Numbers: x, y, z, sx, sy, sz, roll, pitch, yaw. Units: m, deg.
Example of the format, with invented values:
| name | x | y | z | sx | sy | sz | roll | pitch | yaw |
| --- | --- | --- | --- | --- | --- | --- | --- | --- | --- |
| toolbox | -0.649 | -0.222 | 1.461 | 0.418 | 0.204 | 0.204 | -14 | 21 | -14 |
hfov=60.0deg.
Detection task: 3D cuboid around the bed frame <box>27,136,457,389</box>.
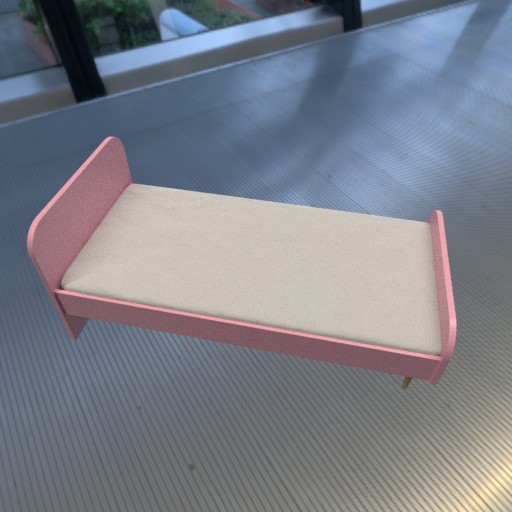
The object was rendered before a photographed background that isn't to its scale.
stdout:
| name | x | y | z | sx | sy | sz | roll | pitch | yaw |
| --- | --- | --- | --- | --- | --- | --- | --- | --- | --- |
| bed frame | 0.000 | 0.000 | 2.473 | 1.963 | 0.805 | 0.998 | 9 | 45 | 9 |
